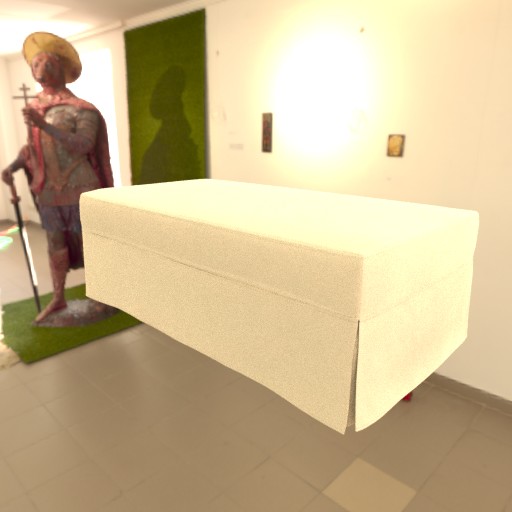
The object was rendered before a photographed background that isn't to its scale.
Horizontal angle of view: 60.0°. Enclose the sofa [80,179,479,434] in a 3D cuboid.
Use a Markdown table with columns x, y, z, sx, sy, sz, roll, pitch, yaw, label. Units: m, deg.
| x | y | z | sx | sy | sz | roll | pitch | yaw | label |
| --- | --- | --- | --- | --- | --- | --- | --- | --- | --- |
| 0.000 | 0.000 | 2.037 | 1.677 | 0.552 | 0.939 | 15 | 22 | 42 | sofa |
